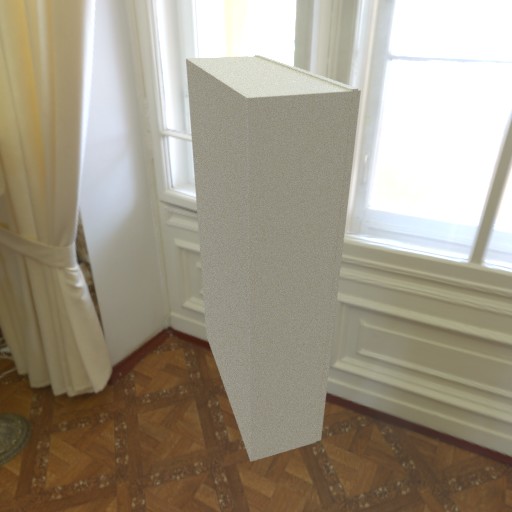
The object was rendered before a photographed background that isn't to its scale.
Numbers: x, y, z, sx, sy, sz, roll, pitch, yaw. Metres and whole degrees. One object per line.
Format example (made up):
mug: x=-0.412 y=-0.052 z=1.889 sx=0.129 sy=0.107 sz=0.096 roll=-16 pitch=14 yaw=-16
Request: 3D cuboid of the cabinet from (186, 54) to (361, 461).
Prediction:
cabinet: x=0.000 y=0.000 z=2.763 sx=0.480 sy=2.160 sz=1.250 roll=-9 pitch=32 yaw=-16
